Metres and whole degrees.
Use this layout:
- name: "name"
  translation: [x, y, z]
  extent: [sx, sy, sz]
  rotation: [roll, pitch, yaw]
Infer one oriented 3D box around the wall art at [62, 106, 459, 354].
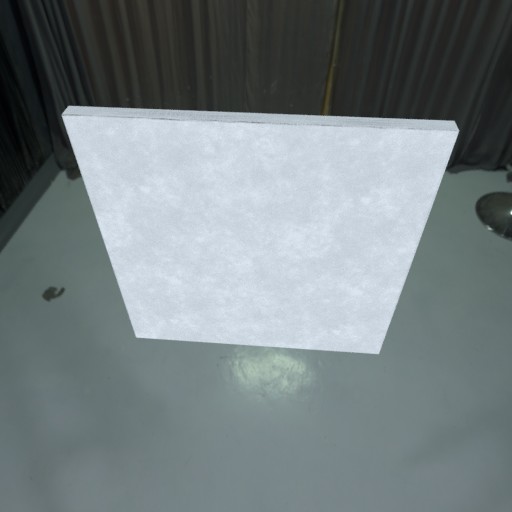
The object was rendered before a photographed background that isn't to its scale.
- name: "wall art"
  translation: [0.000, 0.000, 0.449]
  extent: [0.303, 0.303, 0.015]
  rotation: [3, 45, 3]
